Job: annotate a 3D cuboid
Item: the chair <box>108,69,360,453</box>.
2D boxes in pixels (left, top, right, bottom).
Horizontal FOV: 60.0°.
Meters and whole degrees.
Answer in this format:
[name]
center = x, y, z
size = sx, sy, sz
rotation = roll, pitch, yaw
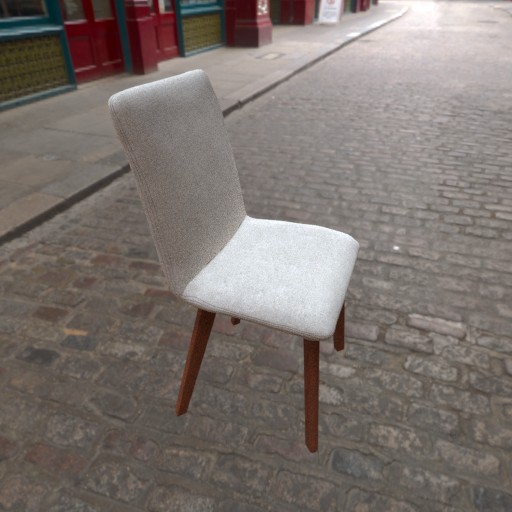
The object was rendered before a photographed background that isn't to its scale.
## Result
[chair]
center = 0.000, 0.000, 1.321
size = 0.563, 0.974, 0.522
rotation = 10, 33, 17
